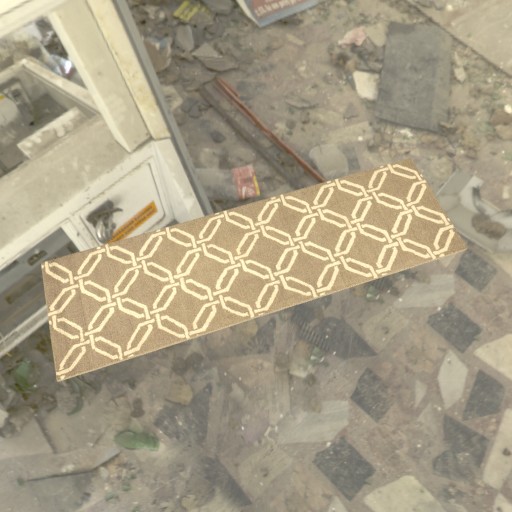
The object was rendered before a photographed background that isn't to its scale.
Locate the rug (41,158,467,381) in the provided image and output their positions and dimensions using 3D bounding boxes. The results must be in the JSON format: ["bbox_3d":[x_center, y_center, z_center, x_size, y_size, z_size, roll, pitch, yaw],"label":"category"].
[{"bbox_3d":[0.000,0.000,2.464,2.276,0.014,0.678,-17,65,-8],"label":"rug"}]
